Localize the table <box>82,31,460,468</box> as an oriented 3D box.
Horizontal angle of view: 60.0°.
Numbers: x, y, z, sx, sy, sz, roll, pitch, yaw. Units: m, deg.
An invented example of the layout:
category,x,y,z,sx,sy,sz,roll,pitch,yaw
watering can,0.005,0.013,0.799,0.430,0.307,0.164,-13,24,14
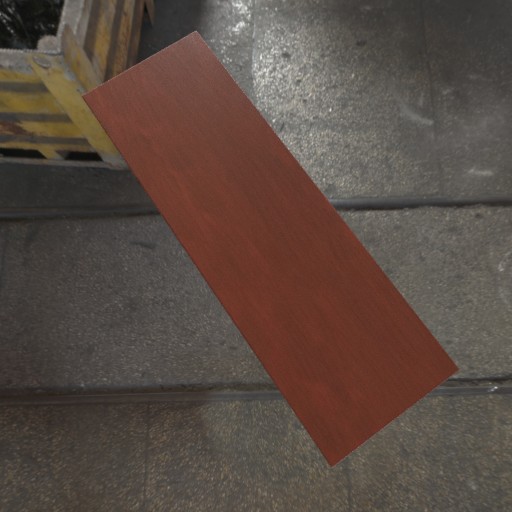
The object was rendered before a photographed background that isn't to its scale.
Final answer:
category,x,y,z,sx,sy,sz,roll,pitch,yaw
table,0.000,0.000,1.528,0.392,0.739,1.188,-34,78,-8
